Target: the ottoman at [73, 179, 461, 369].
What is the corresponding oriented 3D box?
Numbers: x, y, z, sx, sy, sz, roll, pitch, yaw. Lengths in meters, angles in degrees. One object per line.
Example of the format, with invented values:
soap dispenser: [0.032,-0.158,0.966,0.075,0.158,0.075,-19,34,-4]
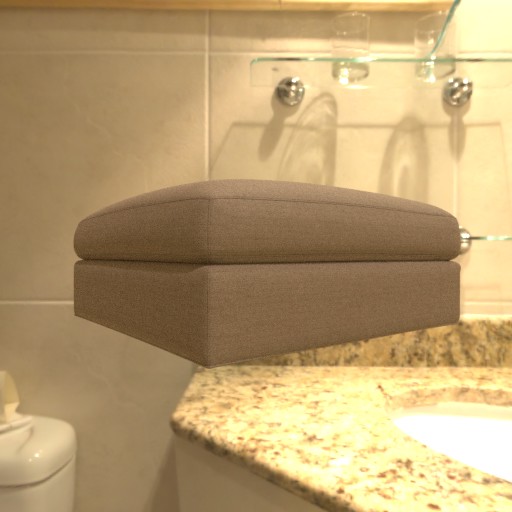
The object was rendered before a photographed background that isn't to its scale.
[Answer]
ottoman: [0.000,0.000,1.635,1.041,0.470,1.041,0,0,-37]
